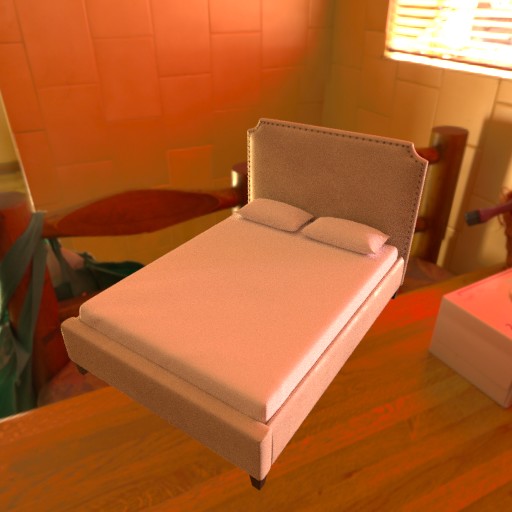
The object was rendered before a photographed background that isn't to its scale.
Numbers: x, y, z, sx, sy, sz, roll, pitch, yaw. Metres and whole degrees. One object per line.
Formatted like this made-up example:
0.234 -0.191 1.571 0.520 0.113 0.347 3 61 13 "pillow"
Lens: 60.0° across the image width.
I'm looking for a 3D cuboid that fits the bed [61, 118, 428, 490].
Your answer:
0.000 0.000 3.367 1.712 1.443 2.372 19 35 29 "bed"
